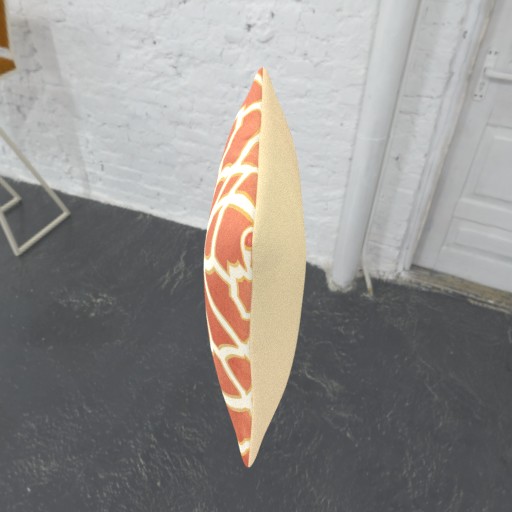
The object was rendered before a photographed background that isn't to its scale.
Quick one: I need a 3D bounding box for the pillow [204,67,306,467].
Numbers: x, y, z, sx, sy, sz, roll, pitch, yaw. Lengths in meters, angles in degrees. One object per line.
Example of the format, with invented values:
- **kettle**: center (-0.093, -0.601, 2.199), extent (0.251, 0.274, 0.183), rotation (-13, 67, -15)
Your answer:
- **pillow**: center (0.000, 0.000, 0.820), extent (0.166, 0.508, 0.552), rotation (1, 40, 1)
